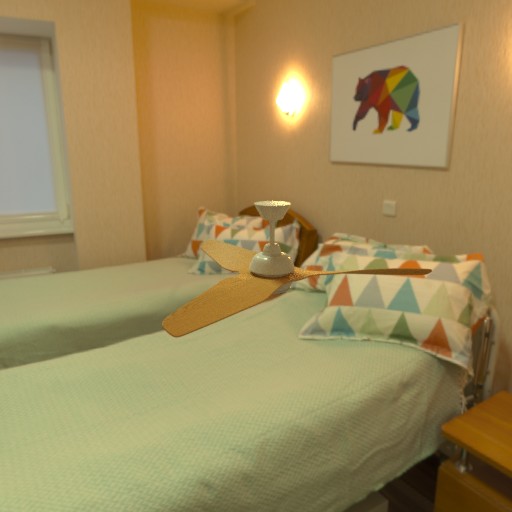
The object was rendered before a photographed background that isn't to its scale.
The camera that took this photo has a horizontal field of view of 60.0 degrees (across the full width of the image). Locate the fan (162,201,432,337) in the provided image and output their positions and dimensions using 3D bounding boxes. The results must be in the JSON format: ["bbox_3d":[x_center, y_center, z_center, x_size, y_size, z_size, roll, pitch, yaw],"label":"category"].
[{"bbox_3d":[0.000,0.000,1.641,1.142,0.355,1.010,7,16,26],"label":"fan"}]
